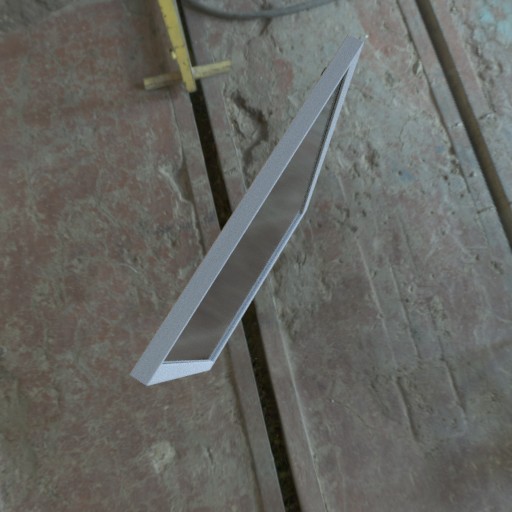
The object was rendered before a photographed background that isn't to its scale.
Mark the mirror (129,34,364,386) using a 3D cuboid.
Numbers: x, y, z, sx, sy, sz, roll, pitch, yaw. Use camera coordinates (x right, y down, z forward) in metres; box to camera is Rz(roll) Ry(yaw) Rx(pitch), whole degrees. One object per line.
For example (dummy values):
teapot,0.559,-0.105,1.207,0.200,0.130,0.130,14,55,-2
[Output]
mirror,0.000,0.000,1.298,0.040,1.016,0.762,30,79,7
